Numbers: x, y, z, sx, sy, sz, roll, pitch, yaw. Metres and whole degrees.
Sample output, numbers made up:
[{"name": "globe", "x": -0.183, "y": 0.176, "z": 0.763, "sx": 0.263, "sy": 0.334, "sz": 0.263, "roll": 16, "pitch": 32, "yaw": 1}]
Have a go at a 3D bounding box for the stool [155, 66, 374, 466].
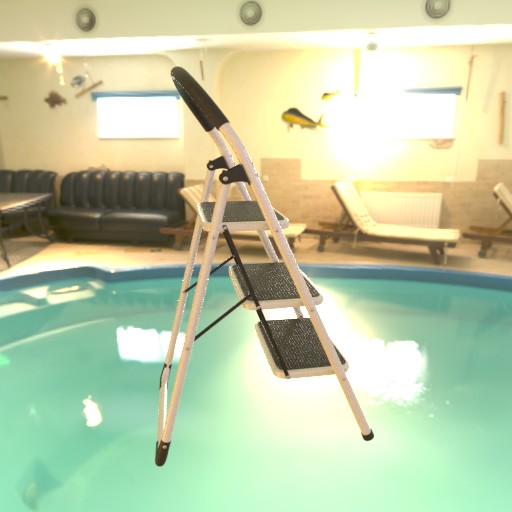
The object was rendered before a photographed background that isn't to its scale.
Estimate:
[{"name": "stool", "x": 0.000, "y": 0.000, "z": 1.417, "sx": 0.676, "sy": 1.109, "sz": 0.485, "roll": -3, "pitch": 16, "yaw": -10}]
